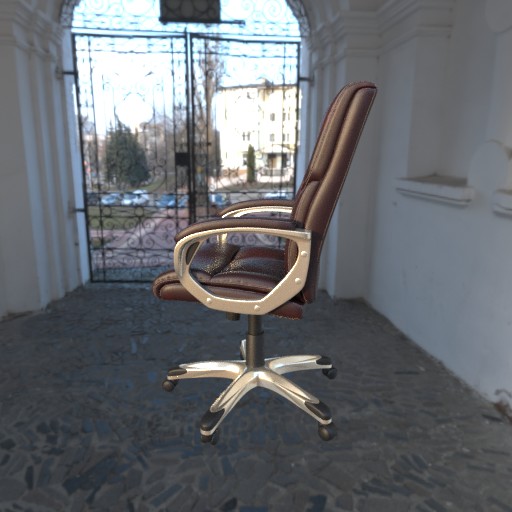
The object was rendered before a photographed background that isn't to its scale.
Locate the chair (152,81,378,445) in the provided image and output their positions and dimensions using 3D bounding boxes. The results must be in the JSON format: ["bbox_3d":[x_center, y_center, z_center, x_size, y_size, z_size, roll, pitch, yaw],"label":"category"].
[{"bbox_3d":[0.000,0.000,1.565,0.739,1.107,0.662,2,13,9],"label":"chair"}]
